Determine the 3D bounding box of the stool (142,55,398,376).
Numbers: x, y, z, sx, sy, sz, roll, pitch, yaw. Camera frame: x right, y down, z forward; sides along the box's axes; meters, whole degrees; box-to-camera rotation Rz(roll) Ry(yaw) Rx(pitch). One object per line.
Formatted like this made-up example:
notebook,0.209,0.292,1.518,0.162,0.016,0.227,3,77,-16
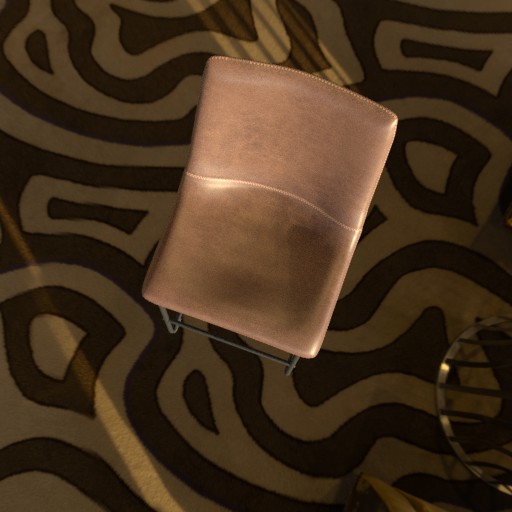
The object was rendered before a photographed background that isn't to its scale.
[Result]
stool,0.000,0.000,1.208,0.460,0.890,0.550,19,78,4
